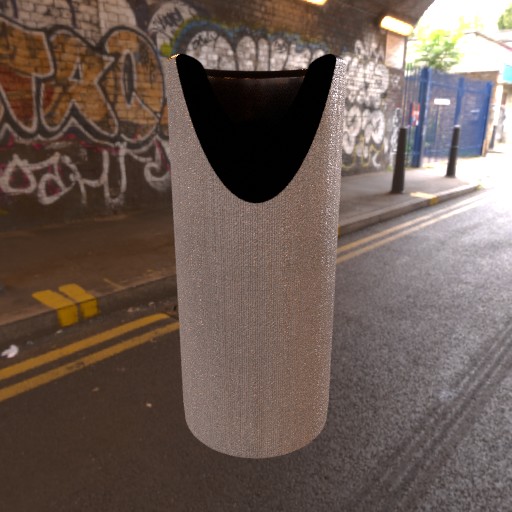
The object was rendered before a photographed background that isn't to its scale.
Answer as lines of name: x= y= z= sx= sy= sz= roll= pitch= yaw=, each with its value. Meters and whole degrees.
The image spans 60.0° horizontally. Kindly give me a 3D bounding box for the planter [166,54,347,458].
planter: x=0.000 y=0.000 z=0.127 sx=0.045 sy=0.103 sz=0.045 roll=-3 pitch=17 yaw=-8
